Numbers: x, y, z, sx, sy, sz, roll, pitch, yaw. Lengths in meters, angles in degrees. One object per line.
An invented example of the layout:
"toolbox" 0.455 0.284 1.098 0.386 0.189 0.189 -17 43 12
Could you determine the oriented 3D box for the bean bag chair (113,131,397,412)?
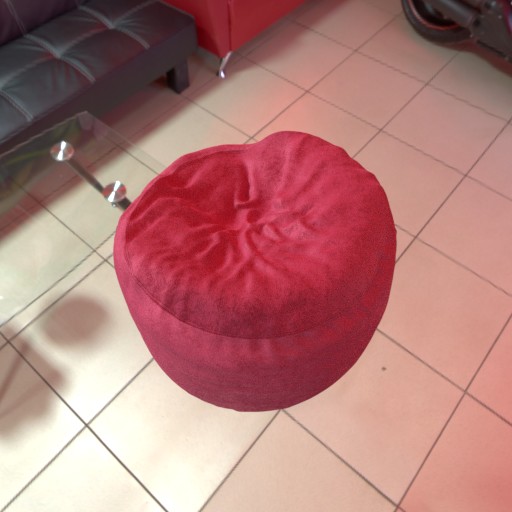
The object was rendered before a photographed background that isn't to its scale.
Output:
"bean bag chair" 0.000 0.000 1.991 1.218 0.788 1.218 0 58 0
